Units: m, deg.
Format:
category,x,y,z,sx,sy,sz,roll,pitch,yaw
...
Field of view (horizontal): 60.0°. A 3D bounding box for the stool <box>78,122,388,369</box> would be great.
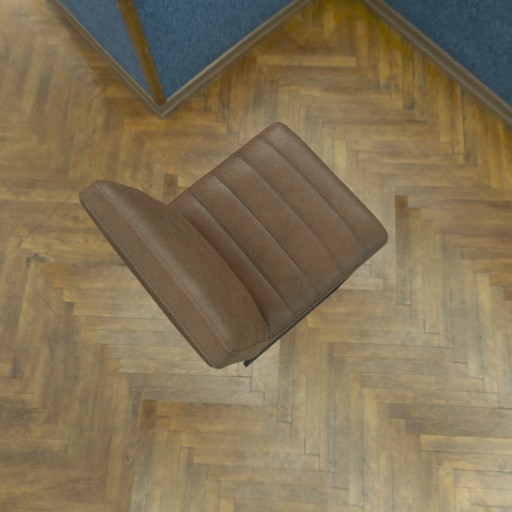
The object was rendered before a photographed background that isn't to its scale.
category,x,y,z,sx,sy,sz,roll,pitch,yaw
stool,0.000,0.000,1.326,0.556,1.040,0.458,-39,79,-9
